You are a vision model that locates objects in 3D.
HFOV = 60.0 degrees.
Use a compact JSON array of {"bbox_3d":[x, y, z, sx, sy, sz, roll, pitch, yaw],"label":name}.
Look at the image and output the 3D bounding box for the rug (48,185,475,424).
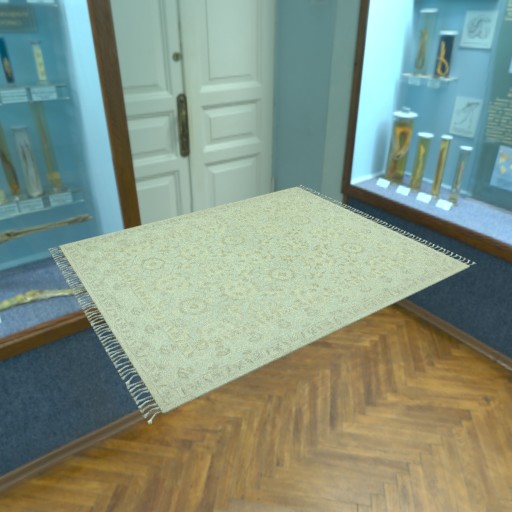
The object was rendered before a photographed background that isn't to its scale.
[{"bbox_3d":[0.000,0.000,3.989,3.043,0.013,2.444,-18,34,-29],"label":"rug"}]
